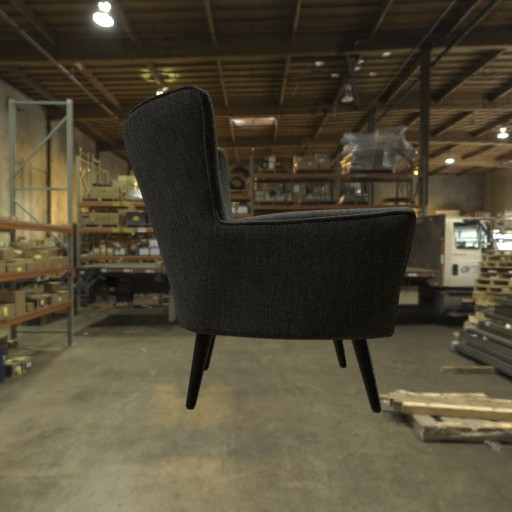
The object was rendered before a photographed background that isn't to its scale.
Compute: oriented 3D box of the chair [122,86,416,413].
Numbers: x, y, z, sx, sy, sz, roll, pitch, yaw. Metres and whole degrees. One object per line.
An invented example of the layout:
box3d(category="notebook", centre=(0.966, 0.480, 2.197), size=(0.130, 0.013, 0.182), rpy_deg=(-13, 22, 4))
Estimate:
box3d(category="chair", centre=(0.000, 0.000, 1.571), size=(0.888, 0.933, 0.781), rpy_deg=(0, 1, -1))
